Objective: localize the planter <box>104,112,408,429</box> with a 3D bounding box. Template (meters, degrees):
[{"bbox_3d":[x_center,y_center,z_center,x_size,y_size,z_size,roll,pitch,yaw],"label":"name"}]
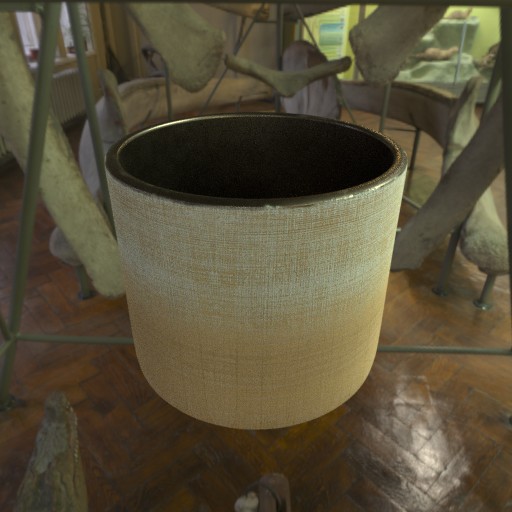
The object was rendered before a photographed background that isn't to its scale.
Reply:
[{"bbox_3d":[0.000,0.000,0.433,0.254,0.221,0.254,0,31,0],"label":"planter"}]
